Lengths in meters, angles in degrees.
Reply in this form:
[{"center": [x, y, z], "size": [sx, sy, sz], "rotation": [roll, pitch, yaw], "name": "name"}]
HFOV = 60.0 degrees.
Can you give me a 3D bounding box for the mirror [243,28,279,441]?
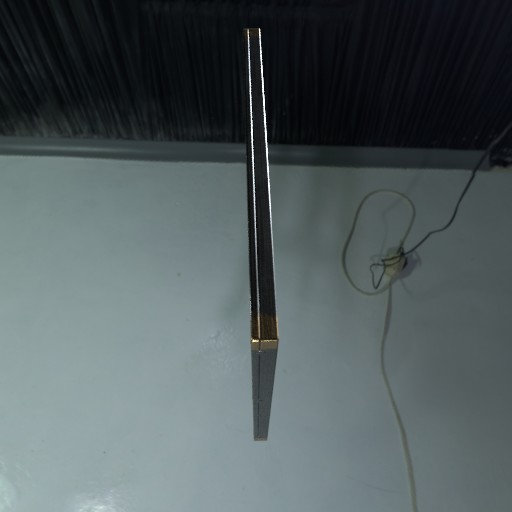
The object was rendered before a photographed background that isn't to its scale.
[{"center": [0.000, 0.000, 0.570], "size": [0.020, 0.381, 0.382], "rotation": [-1, 58, -1], "name": "mirror"}]
